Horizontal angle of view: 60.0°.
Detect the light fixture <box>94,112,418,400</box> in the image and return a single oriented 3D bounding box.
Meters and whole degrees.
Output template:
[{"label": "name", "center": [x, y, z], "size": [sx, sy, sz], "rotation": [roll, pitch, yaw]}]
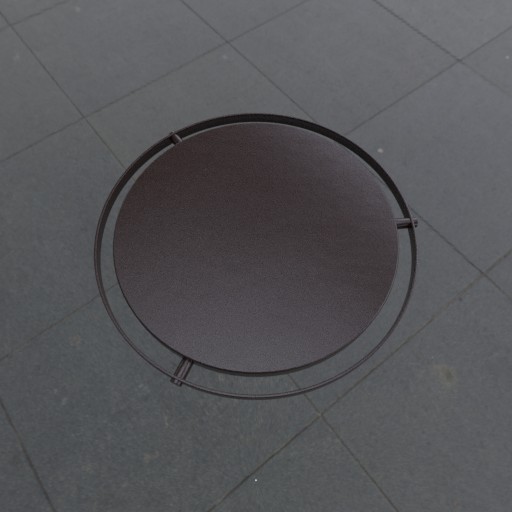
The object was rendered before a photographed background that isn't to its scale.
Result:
[{"label": "light fixture", "center": [0.000, 0.000, 0.553], "size": [0.361, 0.130, 0.361], "rotation": [0, 63, 0]}]
